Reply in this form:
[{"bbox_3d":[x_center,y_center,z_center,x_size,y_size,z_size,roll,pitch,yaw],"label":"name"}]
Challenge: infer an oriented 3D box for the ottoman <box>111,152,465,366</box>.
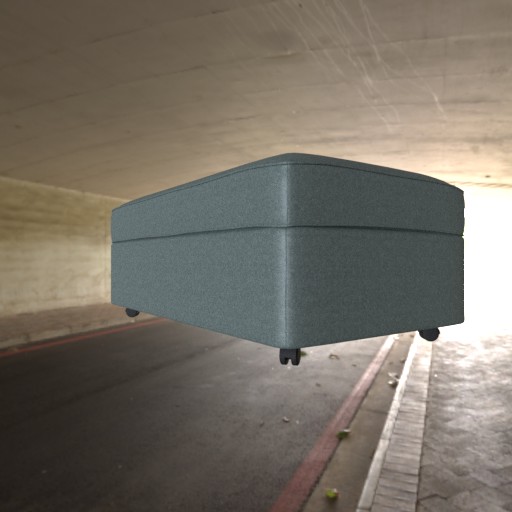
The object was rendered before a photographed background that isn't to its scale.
[{"bbox_3d":[0.000,0.000,1.550,0.681,0.494,1.173,0,-1,-35],"label":"ottoman"}]
